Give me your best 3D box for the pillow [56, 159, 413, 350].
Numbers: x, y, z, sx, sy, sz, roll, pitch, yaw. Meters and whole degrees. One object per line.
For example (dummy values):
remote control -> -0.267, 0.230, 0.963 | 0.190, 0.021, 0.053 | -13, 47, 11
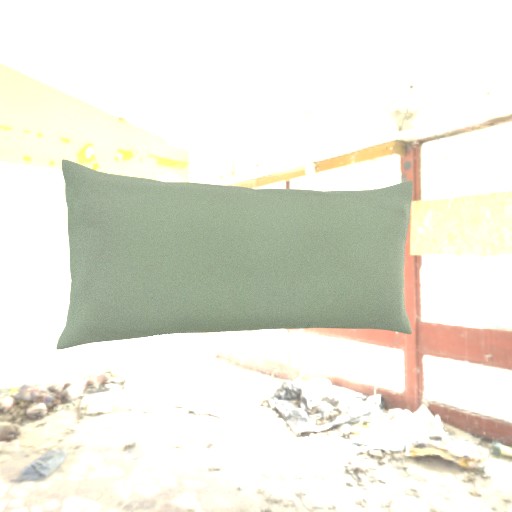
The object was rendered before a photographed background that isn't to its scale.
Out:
pillow -> 0.000, 0.000, 0.739 | 0.610, 0.287, 0.151 | 0, -1, -17
